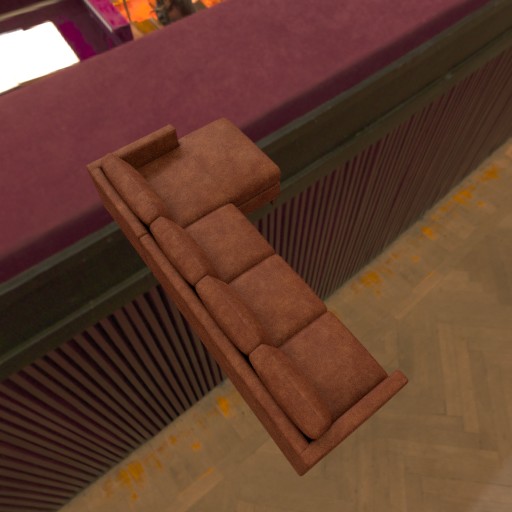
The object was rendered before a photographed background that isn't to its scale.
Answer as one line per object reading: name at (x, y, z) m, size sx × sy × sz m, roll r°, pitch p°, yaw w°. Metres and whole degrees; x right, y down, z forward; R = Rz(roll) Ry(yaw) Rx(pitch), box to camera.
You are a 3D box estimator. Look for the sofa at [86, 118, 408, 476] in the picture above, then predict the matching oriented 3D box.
sofa at (0.000, 0.000, 3.958) m, size 1.581 × 0.883 × 3.203 m, roll -33°, pitch 64°, yaw -18°
